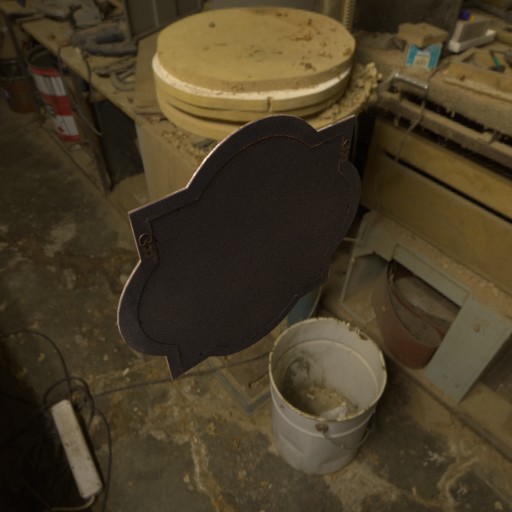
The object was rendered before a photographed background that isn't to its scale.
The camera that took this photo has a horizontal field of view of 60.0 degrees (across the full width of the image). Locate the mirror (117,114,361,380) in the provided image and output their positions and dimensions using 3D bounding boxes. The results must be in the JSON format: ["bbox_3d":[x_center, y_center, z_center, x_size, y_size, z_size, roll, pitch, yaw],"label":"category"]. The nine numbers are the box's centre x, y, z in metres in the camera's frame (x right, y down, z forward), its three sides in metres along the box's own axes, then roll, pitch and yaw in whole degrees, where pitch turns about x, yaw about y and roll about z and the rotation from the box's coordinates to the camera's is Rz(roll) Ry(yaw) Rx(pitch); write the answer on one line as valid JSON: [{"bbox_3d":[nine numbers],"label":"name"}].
[{"bbox_3d":[0.000,0.000,1.053,0.686,0.686,0.019,-29,52,-26],"label":"mirror"}]
